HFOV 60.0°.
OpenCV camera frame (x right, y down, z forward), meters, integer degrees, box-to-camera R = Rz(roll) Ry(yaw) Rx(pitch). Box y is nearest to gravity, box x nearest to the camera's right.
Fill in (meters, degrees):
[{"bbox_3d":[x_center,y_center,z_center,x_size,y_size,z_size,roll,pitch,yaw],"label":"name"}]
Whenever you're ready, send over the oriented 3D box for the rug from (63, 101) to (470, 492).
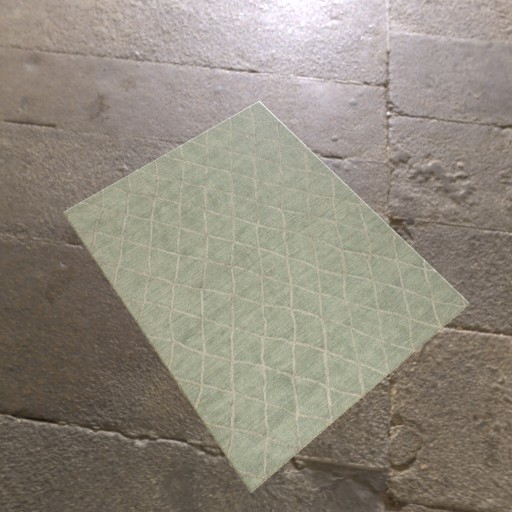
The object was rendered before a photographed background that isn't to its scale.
[{"bbox_3d":[0.000,0.000,4.116,2.420,0.019,3.039,-34,68,-16],"label":"rug"}]
